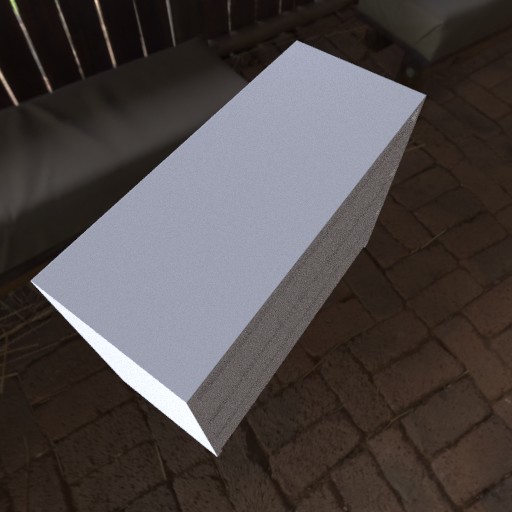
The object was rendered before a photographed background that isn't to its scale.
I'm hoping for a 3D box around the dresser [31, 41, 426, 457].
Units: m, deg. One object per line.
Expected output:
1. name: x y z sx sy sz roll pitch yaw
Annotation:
1. dresser: 0.000 0.000 1.511 0.460 0.820 1.100 32 64 18
